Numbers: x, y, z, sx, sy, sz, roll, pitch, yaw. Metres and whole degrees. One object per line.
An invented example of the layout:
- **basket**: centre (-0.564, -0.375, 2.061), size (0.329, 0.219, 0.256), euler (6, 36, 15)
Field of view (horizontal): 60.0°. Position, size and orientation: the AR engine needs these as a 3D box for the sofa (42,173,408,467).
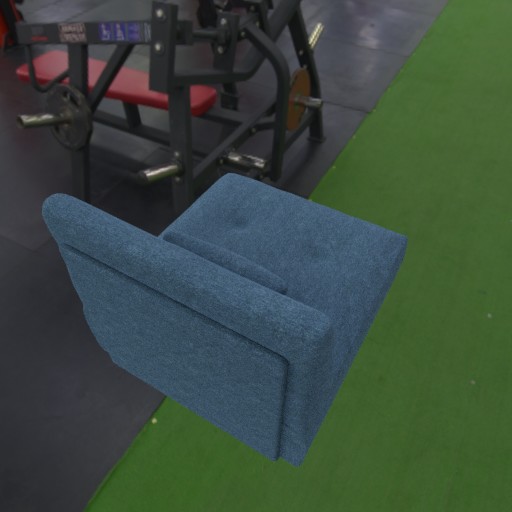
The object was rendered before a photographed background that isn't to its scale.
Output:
- **sofa**: centre (0.000, 0.000, 1.665), size (0.930, 0.820, 1.000), euler (24, 52, 20)
